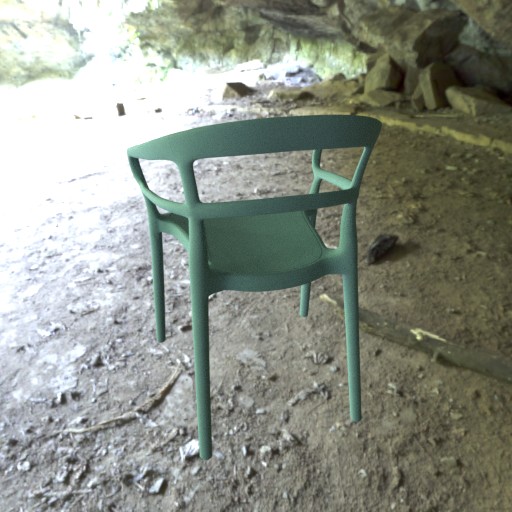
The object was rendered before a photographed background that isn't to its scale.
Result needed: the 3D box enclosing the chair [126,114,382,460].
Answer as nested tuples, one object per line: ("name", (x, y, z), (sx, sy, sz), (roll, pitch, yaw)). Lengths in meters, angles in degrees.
("chair", (0.000, 0.000, 1.121), (0.559, 0.761, 0.527), (-8, 27, -15))
